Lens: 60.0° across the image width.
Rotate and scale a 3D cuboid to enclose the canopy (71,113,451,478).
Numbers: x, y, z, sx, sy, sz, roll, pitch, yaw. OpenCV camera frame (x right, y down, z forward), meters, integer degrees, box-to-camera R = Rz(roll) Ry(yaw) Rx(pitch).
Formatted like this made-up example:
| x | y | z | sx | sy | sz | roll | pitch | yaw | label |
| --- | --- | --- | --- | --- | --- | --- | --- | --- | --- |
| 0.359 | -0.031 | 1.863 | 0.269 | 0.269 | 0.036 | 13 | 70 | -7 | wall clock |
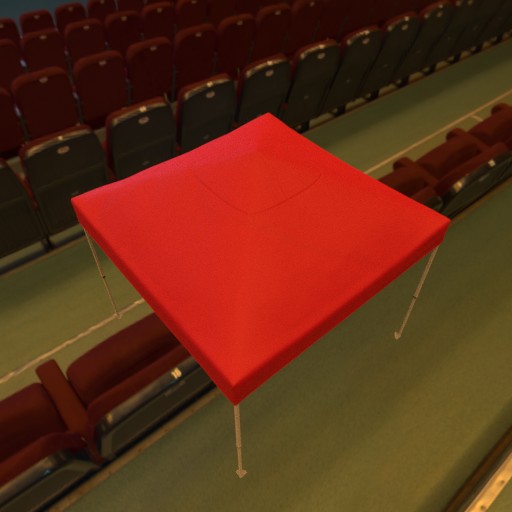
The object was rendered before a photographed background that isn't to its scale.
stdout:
| x | y | z | sx | sy | sz | roll | pitch | yaw | label |
| --- | --- | --- | --- | --- | --- | --- | --- | --- | --- |
| 0.000 | 0.000 | 5.414 | 2.996 | 2.997 | 2.998 | -32 | 54 | -26 | canopy |
